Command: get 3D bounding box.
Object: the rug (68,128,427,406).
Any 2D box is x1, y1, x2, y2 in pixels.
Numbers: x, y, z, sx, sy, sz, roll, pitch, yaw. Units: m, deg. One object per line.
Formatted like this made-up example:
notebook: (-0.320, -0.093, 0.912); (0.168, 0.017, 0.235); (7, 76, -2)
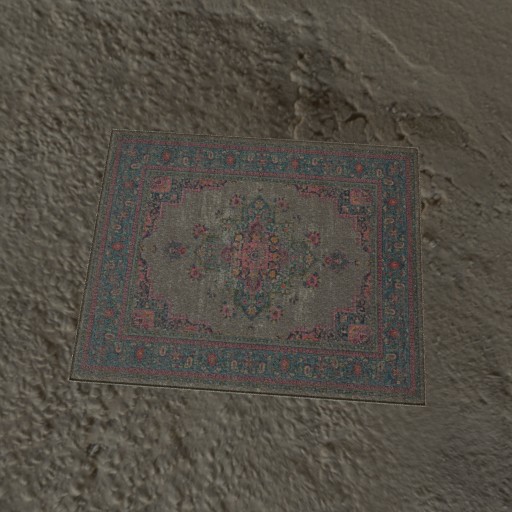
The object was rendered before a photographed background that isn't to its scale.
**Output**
rug: (0.000, 0.000, 4.080); (3.057, 0.013, 2.434); (4, 75, 1)
